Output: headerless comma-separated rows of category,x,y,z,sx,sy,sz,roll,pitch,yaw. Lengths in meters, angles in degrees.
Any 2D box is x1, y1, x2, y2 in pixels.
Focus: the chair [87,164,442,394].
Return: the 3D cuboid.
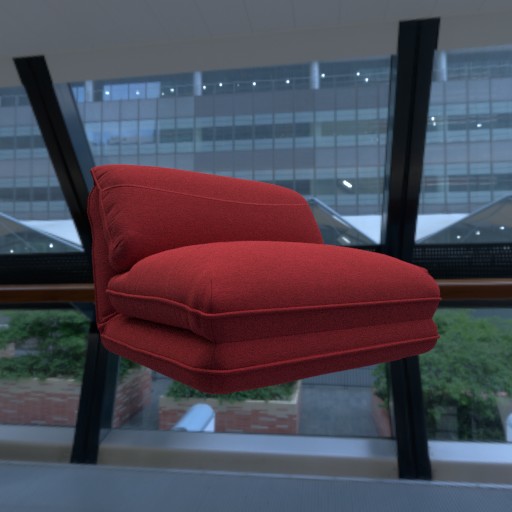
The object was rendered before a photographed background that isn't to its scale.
chair,0.000,0.000,1.346,0.820,0.580,0.780,1,-2,-37
